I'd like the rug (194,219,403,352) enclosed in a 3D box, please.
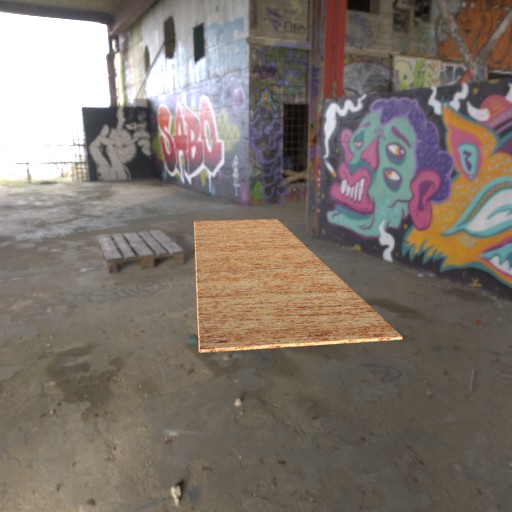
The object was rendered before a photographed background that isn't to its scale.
[{"bbox_3d":[0.000,0.000,2.507,0.680,0.014,2.237,-2,15,-8],"label":"rug"}]
